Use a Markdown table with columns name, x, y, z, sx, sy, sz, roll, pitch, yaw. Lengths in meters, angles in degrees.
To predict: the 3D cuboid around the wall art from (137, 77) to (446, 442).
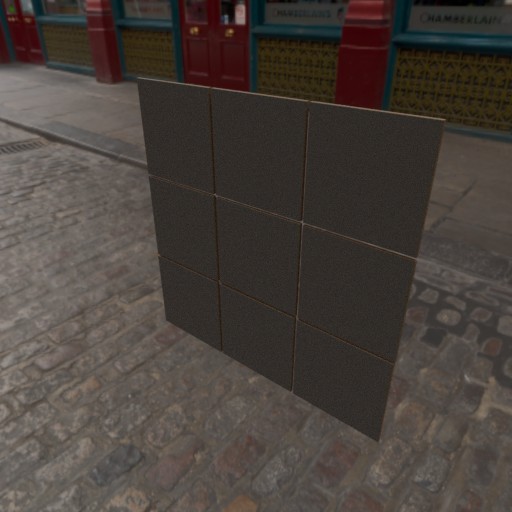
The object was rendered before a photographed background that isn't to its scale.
| name | x | y | z | sx | sy | sz | roll | pitch | yaw |
| --- | --- | --- | --- | --- | --- | --- | --- | --- | --- |
| wall art | 0.000 | 0.000 | 2.185 | 1.527 | 1.521 | 0.017 | 21 | 36 | 33 |
